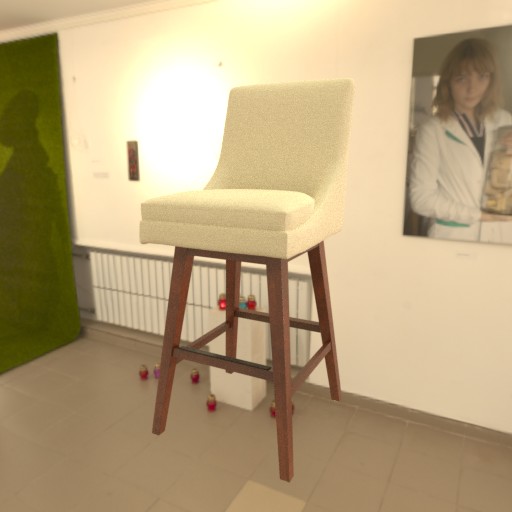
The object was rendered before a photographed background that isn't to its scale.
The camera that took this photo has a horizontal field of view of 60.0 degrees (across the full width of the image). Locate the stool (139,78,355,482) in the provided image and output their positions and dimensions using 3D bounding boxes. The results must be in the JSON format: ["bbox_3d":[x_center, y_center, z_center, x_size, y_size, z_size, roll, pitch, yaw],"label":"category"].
[{"bbox_3d":[0.000,0.000,1.391,0.470,1.097,0.559,7,14,27],"label":"stool"}]
